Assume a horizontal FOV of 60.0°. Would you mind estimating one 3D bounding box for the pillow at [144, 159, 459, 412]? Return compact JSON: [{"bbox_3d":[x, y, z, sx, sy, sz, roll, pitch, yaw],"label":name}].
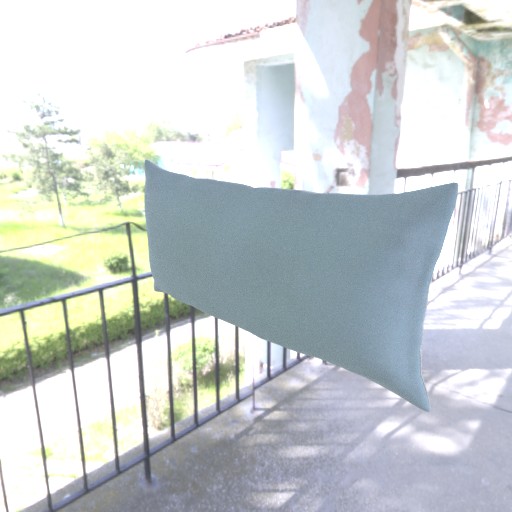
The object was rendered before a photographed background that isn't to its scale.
[{"bbox_3d":[0.000,0.000,0.719,0.610,0.287,0.151,15,22,42],"label":"pillow"}]
